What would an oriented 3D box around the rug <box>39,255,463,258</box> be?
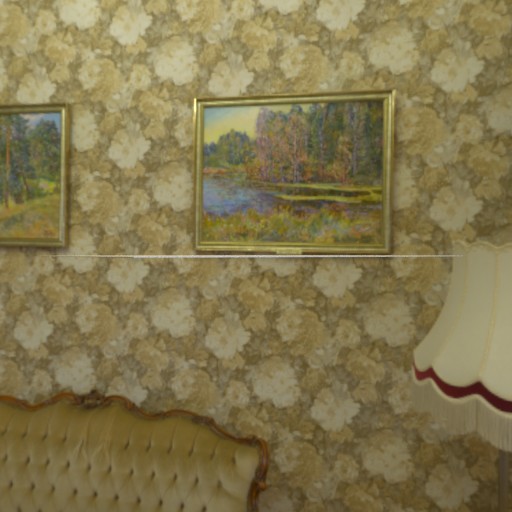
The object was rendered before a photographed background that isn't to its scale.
[{"bbox_3d":[0.000,0.000,3.670,2.895,0.006,1.981,0,0,-37],"label":"rug"}]
